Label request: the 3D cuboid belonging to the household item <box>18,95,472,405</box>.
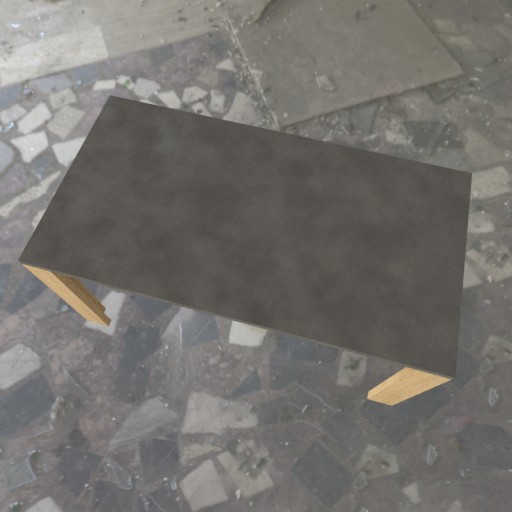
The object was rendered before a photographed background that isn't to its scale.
[{"bbox_3d":[0.000,0.000,2.070,1.600,0.755,0.850,14,66,7],"label":"household item"}]
